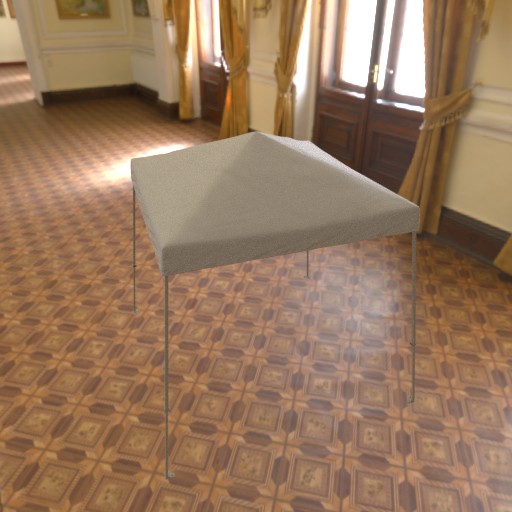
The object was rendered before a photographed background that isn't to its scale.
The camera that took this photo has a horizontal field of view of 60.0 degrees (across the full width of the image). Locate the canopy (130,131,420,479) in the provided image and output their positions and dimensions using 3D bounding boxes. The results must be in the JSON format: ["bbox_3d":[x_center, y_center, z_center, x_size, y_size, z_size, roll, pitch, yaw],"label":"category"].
[{"bbox_3d":[0.000,0.000,6.454,3.599,3.600,3.600,-10,31,-17],"label":"canopy"}]
